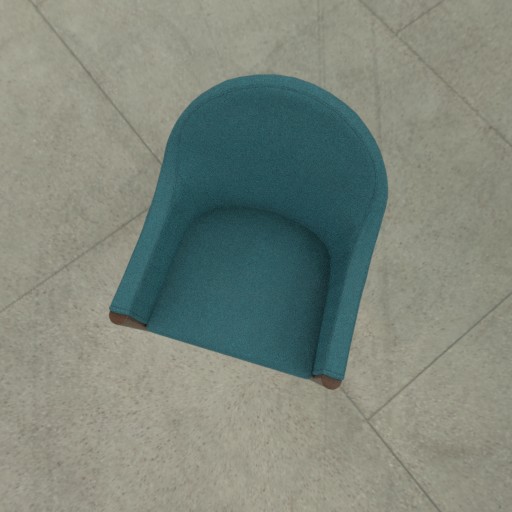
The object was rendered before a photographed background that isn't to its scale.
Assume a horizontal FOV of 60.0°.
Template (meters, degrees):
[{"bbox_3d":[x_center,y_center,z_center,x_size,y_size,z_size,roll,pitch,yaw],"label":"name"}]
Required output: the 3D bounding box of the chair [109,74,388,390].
[{"bbox_3d":[0.000,0.000,1.384,0.656,0.907,0.652,16,75,4],"label":"chair"}]
